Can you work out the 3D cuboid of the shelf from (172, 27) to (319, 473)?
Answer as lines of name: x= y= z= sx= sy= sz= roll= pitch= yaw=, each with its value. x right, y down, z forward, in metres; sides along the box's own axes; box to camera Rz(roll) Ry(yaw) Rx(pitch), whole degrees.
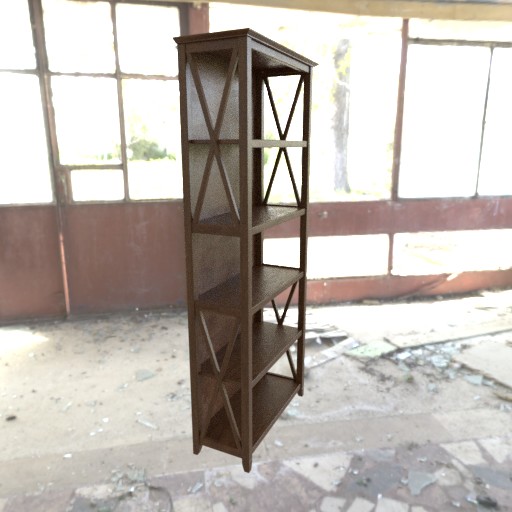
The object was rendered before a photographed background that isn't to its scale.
shelf: x=0.000 y=0.000 z=2.240 sx=0.335 sy=1.905 sz=0.805 roll=7 pitch=16 yaw=25
